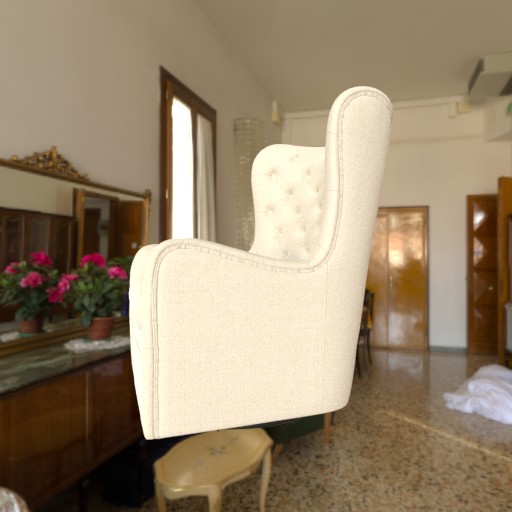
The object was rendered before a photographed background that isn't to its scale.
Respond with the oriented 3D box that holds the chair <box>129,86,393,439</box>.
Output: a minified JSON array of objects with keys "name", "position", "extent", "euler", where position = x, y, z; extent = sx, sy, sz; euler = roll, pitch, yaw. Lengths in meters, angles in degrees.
[{"name":"chair","position":[0.000,0.000,1.705],"extent":[0.929,1.079,0.831],"euler":[0,0,-18]}]
